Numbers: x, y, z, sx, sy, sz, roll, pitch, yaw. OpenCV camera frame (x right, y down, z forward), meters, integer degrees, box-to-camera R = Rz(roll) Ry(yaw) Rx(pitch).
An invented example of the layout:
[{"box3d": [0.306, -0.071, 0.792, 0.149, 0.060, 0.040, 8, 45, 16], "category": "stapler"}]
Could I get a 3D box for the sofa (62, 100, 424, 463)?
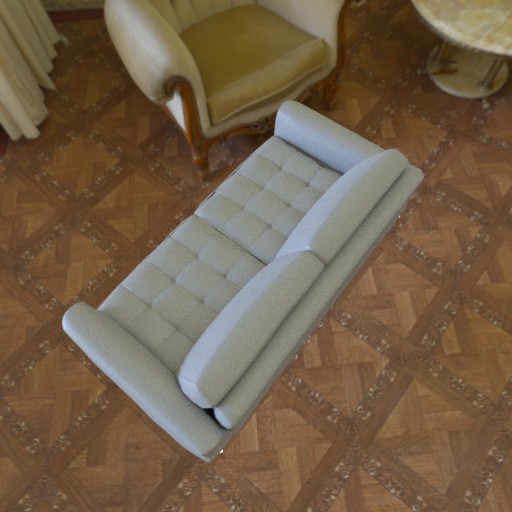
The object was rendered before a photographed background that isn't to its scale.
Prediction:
[{"box3d": [0.000, 0.000, 2.730, 1.121, 0.930, 2.177, 35, 68, 17], "category": "sofa"}]
